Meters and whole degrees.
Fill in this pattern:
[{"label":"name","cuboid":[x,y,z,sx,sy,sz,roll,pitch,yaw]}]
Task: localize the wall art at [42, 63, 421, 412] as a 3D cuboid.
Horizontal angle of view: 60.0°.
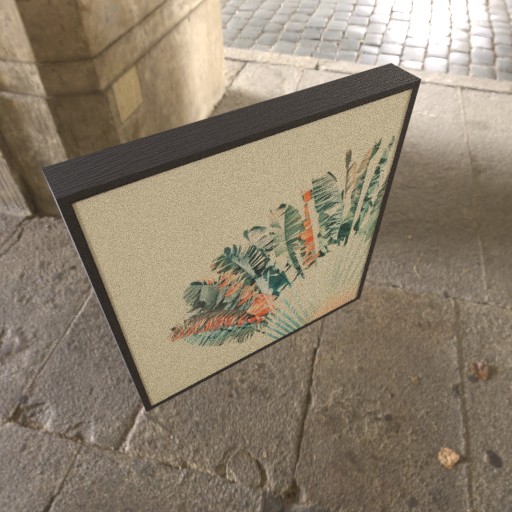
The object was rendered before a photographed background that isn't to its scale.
[{"label":"wall art","cuboid":[0.000,0.000,0.438,0.302,0.300,0.036,-24,51,-21]}]
